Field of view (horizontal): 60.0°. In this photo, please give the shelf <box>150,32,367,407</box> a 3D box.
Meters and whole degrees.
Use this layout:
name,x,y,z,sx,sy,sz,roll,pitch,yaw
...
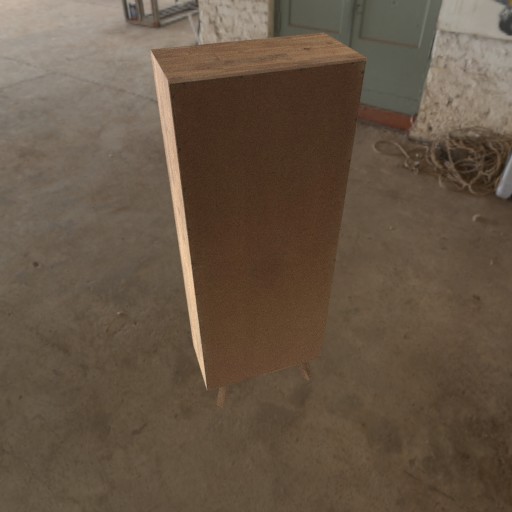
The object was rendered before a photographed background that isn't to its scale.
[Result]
name,x,y,z,sx,sy,sz,roll,pitch,yaw
shelf,0.000,0.000,1.550,0.491,1.342,0.267,-13,42,-14
